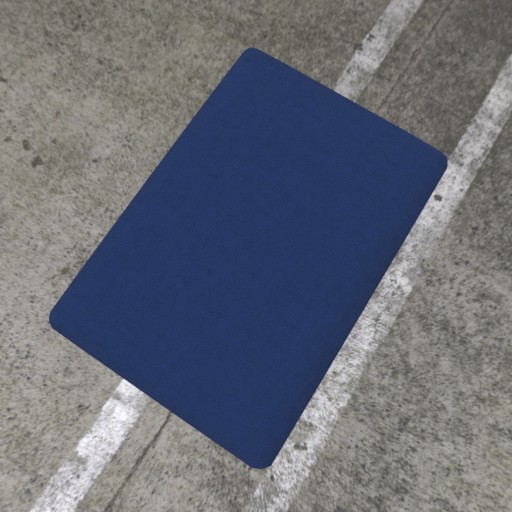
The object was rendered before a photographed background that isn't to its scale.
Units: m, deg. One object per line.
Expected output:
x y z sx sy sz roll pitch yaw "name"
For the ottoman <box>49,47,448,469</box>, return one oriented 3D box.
0.000 0.000 1.197 0.587 0.498 0.835 32 79 7 "ottoman"
